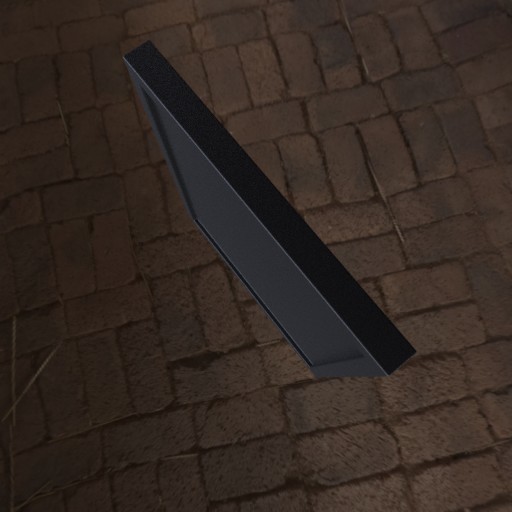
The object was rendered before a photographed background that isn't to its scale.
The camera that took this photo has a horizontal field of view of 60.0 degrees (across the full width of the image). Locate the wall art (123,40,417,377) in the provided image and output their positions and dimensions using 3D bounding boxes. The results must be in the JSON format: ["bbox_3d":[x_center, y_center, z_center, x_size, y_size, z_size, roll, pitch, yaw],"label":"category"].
[{"bbox_3d":[0.000,0.000,0.521,0.028,0.381,0.328,-37,78,-9],"label":"wall art"}]
